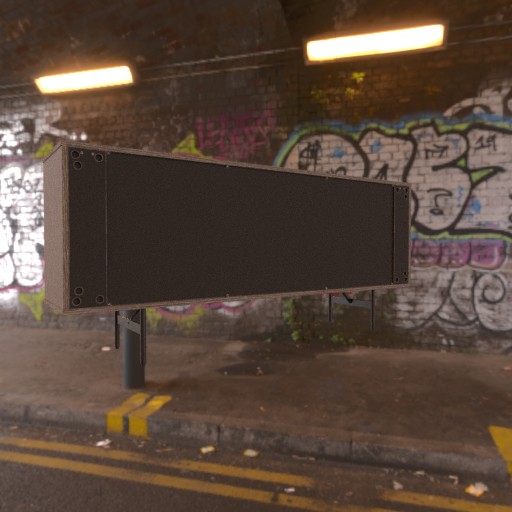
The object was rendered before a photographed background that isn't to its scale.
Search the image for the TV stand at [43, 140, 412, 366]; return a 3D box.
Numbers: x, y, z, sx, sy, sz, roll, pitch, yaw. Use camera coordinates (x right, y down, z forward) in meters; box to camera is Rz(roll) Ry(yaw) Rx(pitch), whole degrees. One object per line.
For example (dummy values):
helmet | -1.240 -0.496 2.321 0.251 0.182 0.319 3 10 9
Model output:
TV stand | 0.000 0.000 2.123 1.804 0.787 0.405 -1 2 -34
